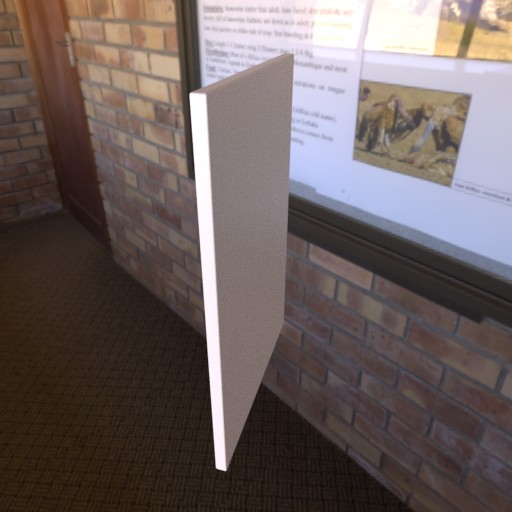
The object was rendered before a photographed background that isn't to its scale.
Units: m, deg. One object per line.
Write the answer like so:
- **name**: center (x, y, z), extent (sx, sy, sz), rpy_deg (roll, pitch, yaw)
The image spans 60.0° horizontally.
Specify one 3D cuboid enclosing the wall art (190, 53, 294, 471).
- **wall art**: center (0.000, 0.000, 1.502), extent (0.038, 1.183, 0.808), rpy_deg (8, 31, 14)
